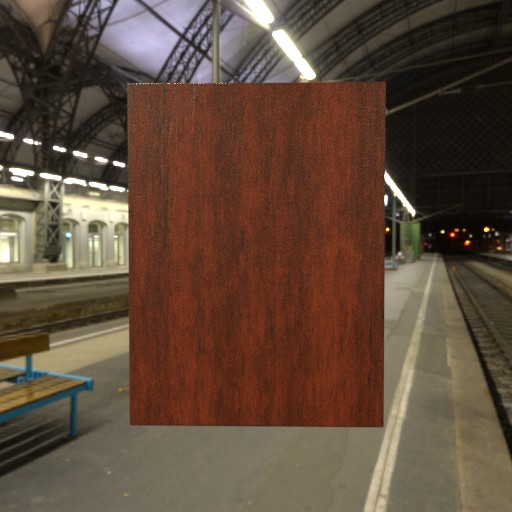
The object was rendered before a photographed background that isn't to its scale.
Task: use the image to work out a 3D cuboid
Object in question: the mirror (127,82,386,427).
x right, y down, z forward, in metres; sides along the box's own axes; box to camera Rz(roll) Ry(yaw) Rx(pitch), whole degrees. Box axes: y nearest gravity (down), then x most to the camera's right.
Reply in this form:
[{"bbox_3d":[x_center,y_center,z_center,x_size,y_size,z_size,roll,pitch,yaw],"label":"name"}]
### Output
[{"bbox_3d":[0.000,0.000,1.049,0.600,0.805,0.021,0,1,1],"label":"mirror"}]
